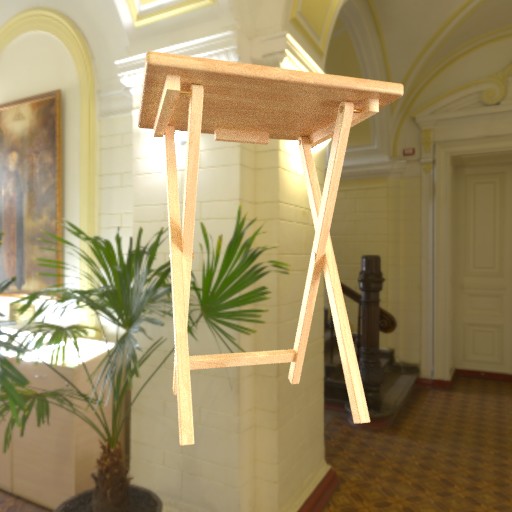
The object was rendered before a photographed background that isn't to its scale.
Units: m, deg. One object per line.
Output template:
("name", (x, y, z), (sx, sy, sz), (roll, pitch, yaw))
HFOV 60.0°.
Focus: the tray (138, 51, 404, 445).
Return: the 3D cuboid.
("tray", (0.000, 0.000, 0.960), (0.483, 0.660, 0.381), (0, 0, -17))
